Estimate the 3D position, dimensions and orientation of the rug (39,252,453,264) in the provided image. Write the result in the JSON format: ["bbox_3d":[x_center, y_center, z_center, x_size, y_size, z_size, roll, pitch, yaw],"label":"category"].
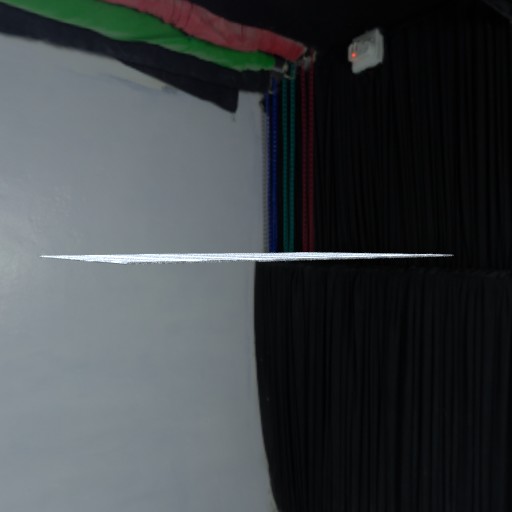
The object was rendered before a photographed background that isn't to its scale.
[{"bbox_3d":[0.000,0.000,3.052,2.434,0.015,1.520,-1,2,-38],"label":"rug"}]
